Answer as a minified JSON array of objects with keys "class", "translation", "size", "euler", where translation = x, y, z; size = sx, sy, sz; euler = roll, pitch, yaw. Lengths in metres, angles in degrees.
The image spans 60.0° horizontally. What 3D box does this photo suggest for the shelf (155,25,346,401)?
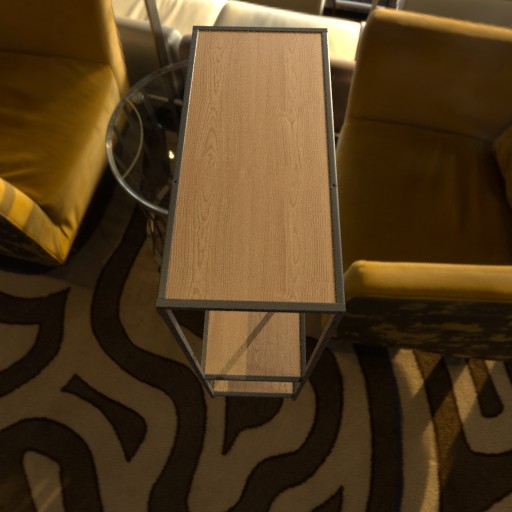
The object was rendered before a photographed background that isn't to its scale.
[{"class":"shelf","translation":[0.000,0.000,1.494],"size":[0.350,1.138,0.770],"euler":[1,64,1]}]
